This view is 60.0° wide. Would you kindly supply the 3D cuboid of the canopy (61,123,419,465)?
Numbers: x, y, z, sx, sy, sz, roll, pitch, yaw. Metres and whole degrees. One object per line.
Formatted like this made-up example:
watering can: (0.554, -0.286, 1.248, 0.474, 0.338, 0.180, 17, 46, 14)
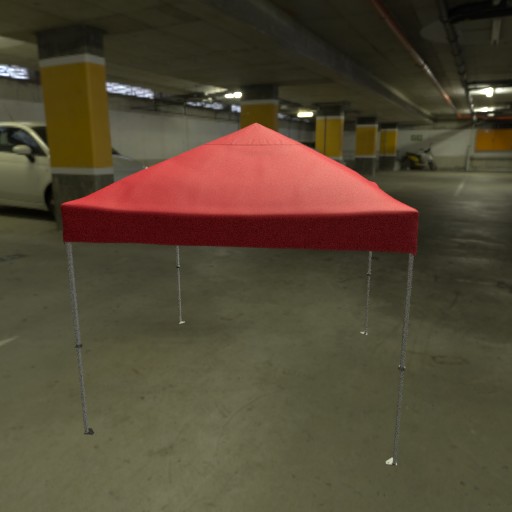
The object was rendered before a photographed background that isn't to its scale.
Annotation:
canopy: (0.000, 0.000, 5.201, 2.998, 2.997, 2.996, 2, 14, 8)
